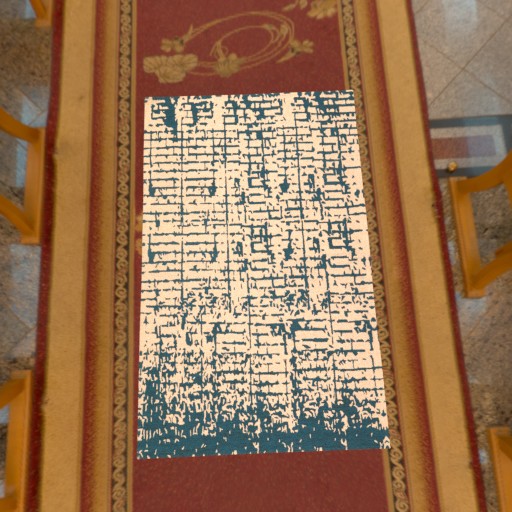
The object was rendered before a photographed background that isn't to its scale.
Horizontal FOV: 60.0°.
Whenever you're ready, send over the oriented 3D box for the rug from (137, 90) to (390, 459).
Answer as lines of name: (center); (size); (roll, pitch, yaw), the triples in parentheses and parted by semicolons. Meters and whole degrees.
rug: (0.000, 0.000, 2.937); (1.517, 0.011, 2.435); (-2, 76, -1)
